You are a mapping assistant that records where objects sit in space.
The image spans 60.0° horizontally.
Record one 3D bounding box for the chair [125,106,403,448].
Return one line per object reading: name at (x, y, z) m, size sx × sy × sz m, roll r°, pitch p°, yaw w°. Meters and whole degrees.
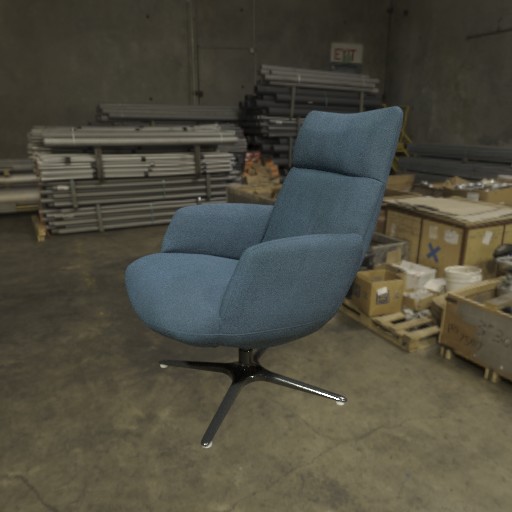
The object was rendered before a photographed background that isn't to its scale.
chair at (0.000, 0.000, 1.593) m, size 0.889 × 1.016 × 0.711 m, roll -8°, pitch 18°, yaw -25°
